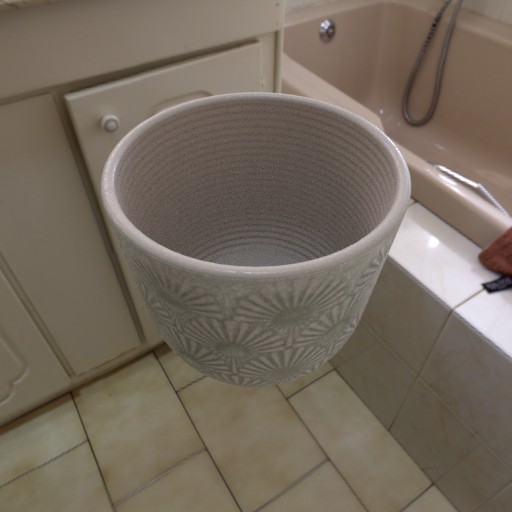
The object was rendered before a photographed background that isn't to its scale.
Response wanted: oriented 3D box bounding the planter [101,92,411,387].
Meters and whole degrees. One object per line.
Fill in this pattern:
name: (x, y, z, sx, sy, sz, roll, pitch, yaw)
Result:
planter: (0.000, 0.000, 0.302, 0.170, 0.152, 0.170, 0, 46, 0)
